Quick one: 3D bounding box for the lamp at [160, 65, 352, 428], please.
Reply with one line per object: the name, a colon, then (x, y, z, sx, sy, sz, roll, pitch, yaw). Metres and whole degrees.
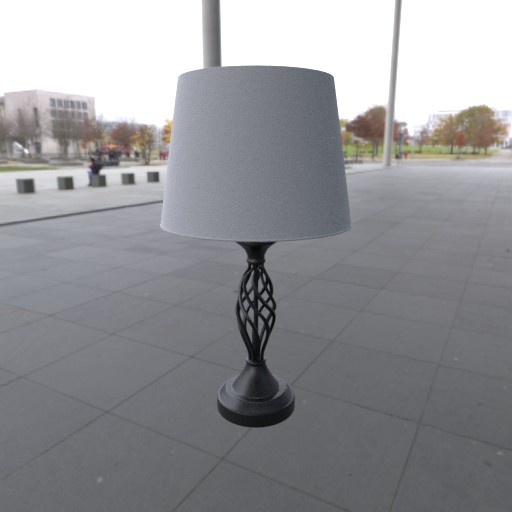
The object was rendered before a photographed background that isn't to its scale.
lamp: (0.000, 0.000, 0.794, 0.331, 0.594, 0.331, 0, 13, 0)
